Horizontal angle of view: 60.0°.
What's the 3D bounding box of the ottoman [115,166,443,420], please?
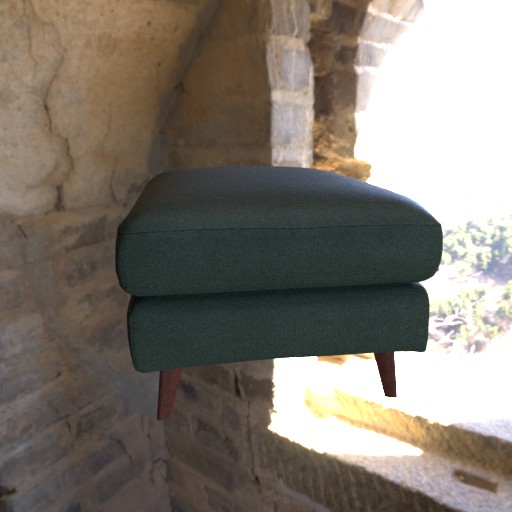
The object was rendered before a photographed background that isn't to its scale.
[{"bbox_3d":[0.000,0.000,1.174,0.608,0.449,0.811,-2,16,-9],"label":"ottoman"}]
